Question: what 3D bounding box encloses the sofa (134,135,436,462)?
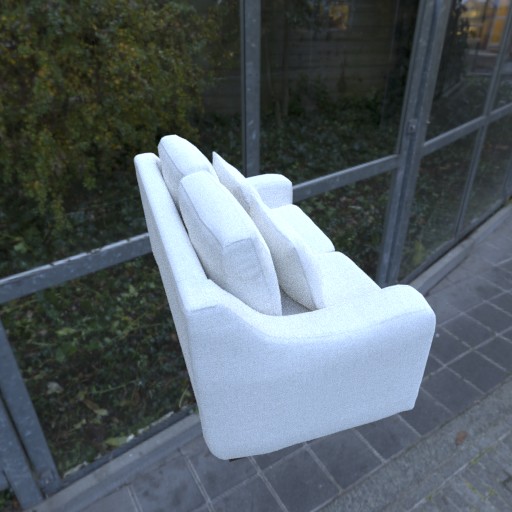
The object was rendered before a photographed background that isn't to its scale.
[{"bbox_3d":[0.000,0.000,2.372,1.040,1.047,1.744,-10,31,-16],"label":"sofa"}]
